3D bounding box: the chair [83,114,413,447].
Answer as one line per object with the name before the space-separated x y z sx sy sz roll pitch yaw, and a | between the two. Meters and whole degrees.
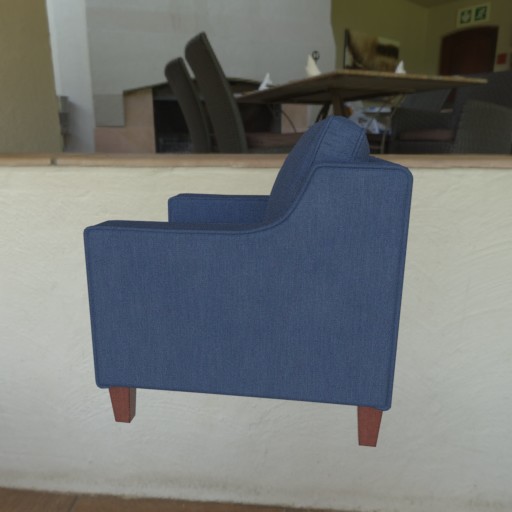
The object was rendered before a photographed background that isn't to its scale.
chair | 0.000 0.000 1.627 0.909 0.960 0.831 2 15 8
